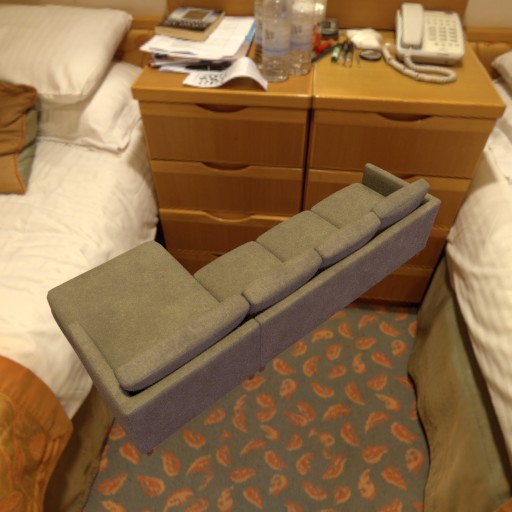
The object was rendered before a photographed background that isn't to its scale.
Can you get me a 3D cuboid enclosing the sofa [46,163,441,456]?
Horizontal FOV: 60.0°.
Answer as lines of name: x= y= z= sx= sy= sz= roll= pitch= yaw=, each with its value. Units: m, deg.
sofa: x=0.000 y=0.000 z=4.140 sx=3.471 sy=0.950 sz=1.604 roll=-30 pitch=52 yaw=-28
